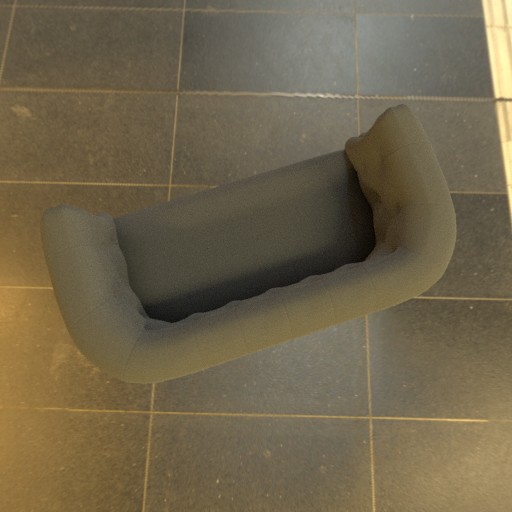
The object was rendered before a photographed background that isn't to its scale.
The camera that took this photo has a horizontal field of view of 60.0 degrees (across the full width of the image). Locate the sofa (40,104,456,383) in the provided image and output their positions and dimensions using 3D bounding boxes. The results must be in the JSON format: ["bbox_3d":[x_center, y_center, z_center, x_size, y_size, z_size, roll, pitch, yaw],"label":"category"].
[{"bbox_3d":[0.000,0.000,1.998,1.558,0.827,0.835,-18,76,-5],"label":"sofa"}]
